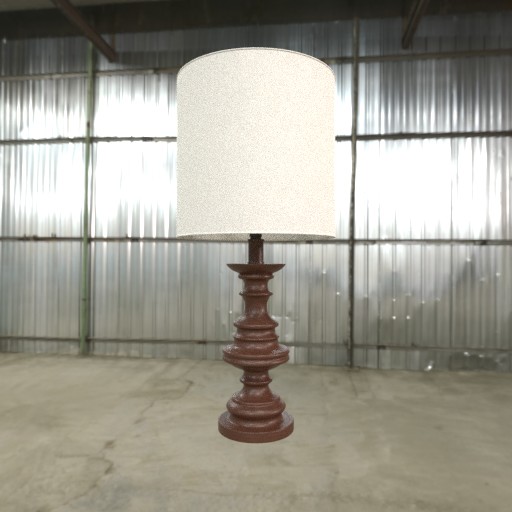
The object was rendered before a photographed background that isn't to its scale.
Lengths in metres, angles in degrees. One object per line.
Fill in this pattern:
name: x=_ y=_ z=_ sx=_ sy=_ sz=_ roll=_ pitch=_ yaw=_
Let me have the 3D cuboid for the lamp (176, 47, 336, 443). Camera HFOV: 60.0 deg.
lamp: x=0.000 y=0.000 z=0.588 sx=0.208 sy=0.455 sz=0.208 roll=0 pitch=-1 yaw=36
